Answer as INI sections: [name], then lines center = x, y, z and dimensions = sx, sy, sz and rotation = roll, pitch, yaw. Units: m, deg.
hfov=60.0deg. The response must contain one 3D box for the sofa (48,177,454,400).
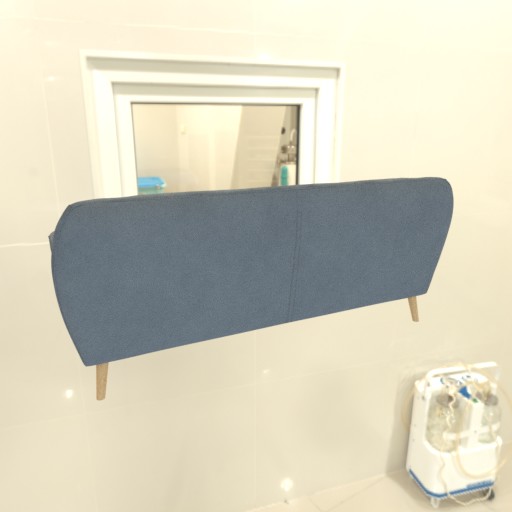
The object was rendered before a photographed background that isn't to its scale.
[sofa]
center = 0.000, 0.000, 2.357
dimensions = 1.975, 0.832, 0.841
rotation = -8, 18, -25
